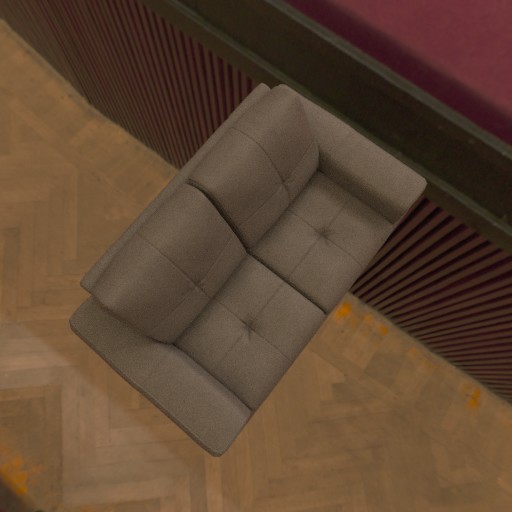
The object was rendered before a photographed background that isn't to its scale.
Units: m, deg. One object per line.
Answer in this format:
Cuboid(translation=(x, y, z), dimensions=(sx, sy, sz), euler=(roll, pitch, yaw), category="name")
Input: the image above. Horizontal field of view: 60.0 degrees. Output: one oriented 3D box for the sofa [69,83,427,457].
Cuboid(translation=(0.000, 0.000, 2.368), dimensions=(1.018, 0.907, 1.806), euler=(38, 79, 9), category="sofa")
